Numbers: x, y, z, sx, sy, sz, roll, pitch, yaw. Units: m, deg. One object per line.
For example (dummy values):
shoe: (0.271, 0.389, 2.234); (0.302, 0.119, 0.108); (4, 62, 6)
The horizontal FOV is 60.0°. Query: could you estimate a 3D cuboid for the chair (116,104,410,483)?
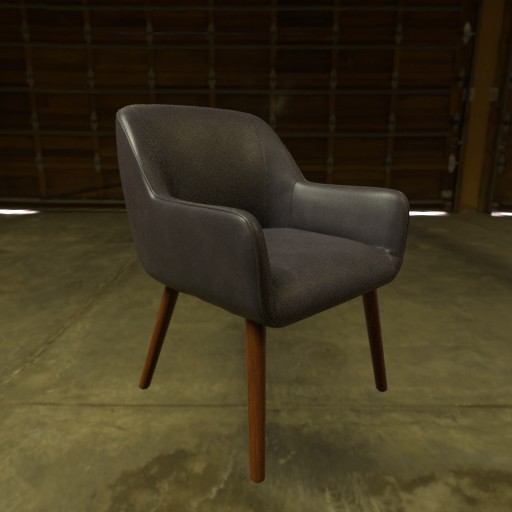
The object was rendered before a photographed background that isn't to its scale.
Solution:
chair: (0.000, 0.000, 1.244); (0.610, 0.828, 0.610); (-14, 20, -43)
